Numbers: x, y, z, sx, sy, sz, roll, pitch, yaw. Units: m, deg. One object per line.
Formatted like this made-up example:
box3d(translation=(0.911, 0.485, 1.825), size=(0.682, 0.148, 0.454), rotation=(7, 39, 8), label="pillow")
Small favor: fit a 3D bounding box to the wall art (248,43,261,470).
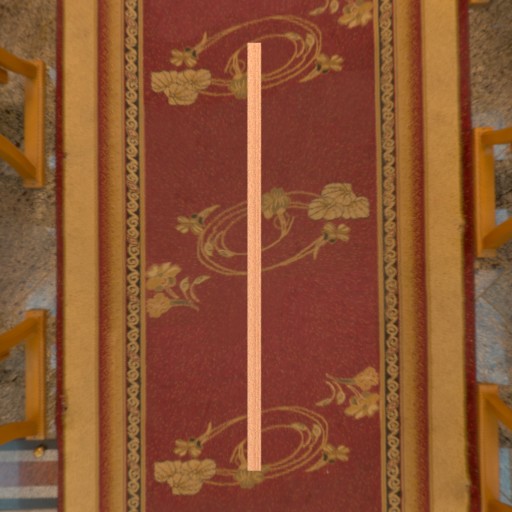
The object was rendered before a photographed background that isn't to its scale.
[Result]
box3d(translation=(0.000, 0.000, 0.674), size=(0.013, 0.508, 0.406), rotation=(0, 90, 0), label="wall art")
